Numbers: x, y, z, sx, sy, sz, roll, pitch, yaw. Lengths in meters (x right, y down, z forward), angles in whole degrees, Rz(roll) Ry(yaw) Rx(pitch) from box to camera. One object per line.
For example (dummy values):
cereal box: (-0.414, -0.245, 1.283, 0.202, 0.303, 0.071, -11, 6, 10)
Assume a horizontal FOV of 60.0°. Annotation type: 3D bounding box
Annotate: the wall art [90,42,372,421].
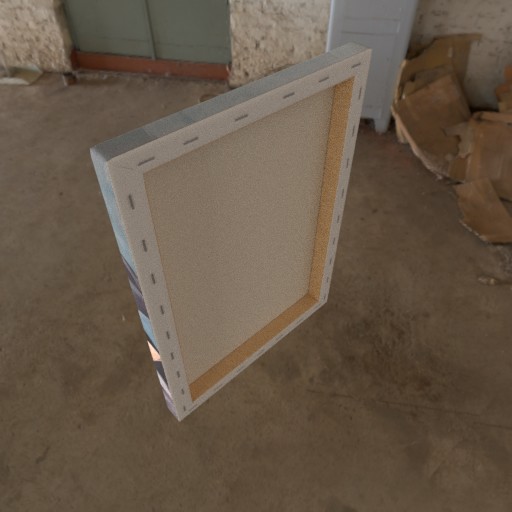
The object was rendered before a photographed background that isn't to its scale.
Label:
wall art: (0.000, 0.000, 0.790, 0.455, 0.613, 0.037, -33, 54, -29)
